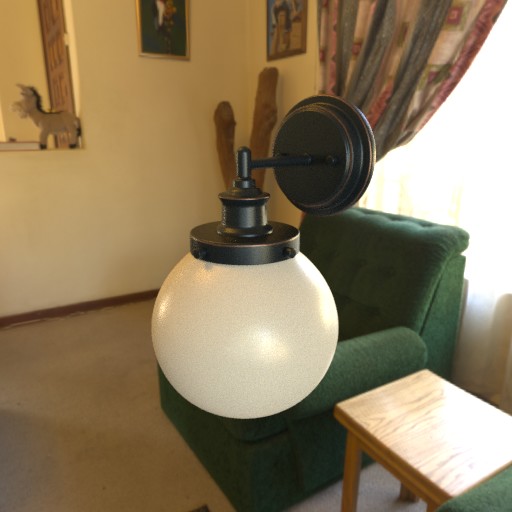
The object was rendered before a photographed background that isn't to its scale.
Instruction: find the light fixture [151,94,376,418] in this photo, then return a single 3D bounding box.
[{"bbox_3d":[0.000,0.000,0.469,0.197,0.332,0.230,15,22,41],"label":"light fixture"}]
